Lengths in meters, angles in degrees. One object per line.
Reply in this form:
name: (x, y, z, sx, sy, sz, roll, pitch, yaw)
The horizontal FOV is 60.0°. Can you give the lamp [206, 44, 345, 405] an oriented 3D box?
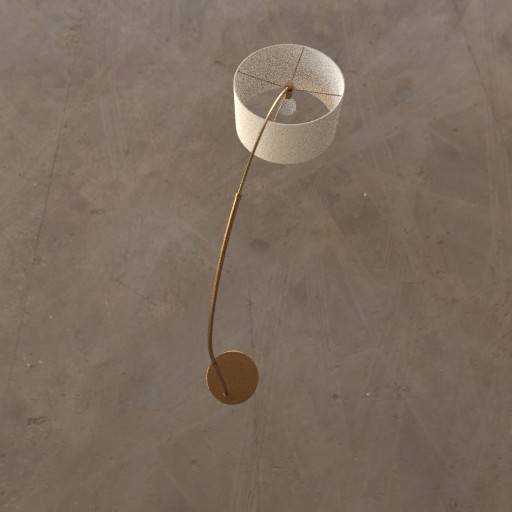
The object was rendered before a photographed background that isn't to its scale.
lamp: (0.000, 0.000, 2.526, 0.493, 1.927, 1.434, 17, 65, 8)
